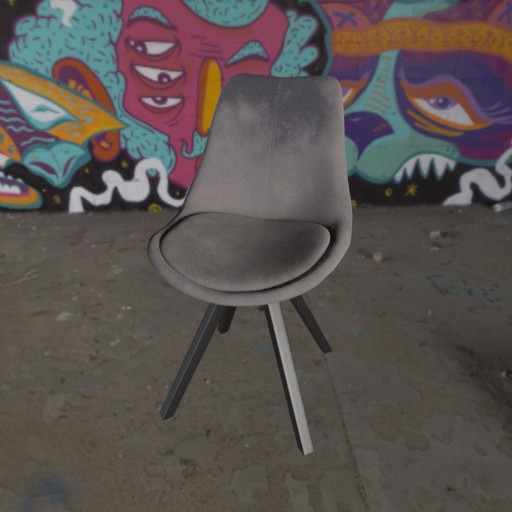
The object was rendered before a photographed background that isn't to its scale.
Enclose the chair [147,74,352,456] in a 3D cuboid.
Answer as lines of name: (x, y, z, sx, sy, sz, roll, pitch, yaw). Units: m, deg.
chair: (0.000, 0.000, 1.168, 0.476, 0.850, 0.550, 8, 28, 15)
